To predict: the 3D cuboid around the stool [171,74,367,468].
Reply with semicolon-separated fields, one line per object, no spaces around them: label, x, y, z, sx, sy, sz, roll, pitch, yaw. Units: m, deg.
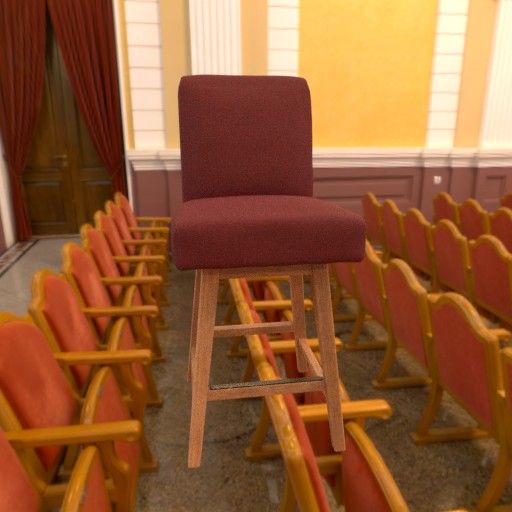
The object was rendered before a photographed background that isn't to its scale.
stool;0.000;0.000;1.308;0.468;1.038;0.562;-3;17;-8
